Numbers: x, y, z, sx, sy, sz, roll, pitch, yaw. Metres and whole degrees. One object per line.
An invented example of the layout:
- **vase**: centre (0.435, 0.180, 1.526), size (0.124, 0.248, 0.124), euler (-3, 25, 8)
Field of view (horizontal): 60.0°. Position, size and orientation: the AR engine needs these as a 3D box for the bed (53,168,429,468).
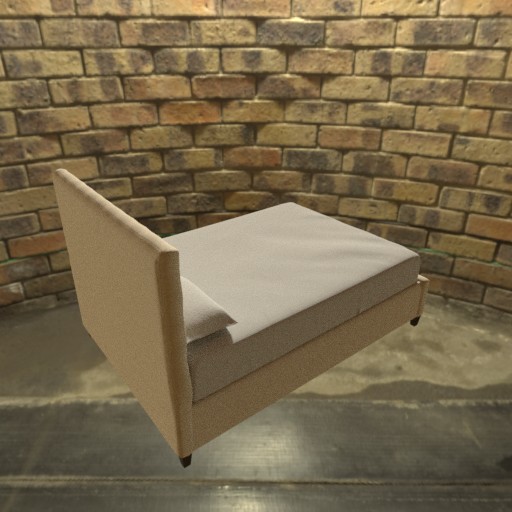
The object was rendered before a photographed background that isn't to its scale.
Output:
- **bed**: centre (0.000, 0.000, 3.499), size (2.387, 1.427, 1.698), euler (-19, 33, -33)
